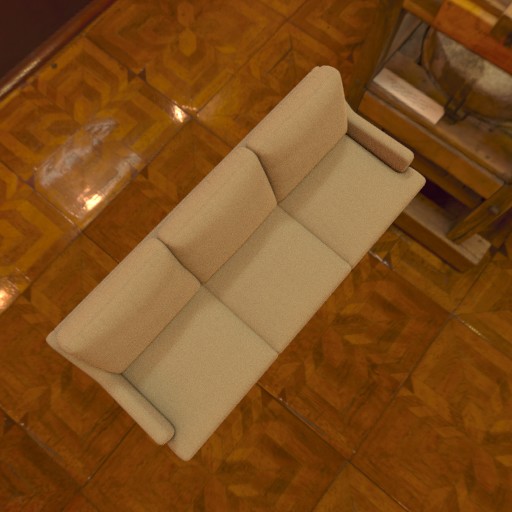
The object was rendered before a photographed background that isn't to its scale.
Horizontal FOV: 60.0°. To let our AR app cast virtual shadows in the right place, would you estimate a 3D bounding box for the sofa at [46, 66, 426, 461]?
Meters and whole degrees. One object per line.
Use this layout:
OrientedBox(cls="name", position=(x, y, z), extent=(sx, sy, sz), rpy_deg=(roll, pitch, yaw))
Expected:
OrientedBox(cls="sofa", position=(0.000, 0.000, 2.741), extent=(1.000, 0.913, 2.321), rpy_deg=(41, 79, 10))
